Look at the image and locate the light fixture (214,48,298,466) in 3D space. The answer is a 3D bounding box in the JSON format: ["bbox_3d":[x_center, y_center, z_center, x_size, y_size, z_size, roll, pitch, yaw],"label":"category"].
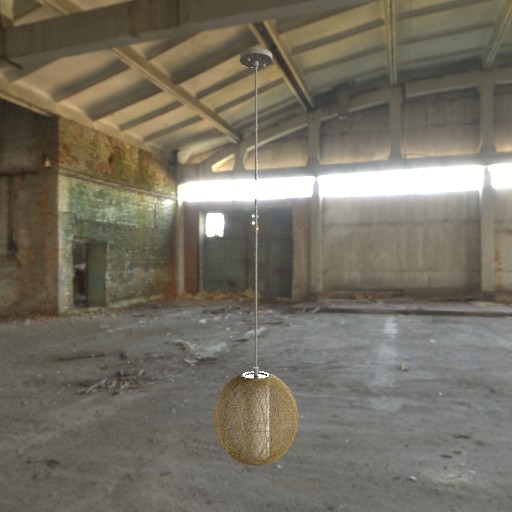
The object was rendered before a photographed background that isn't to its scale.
[{"bbox_3d":[0.000,0.000,2.150,0.406,1.955,0.407,0,-1,18],"label":"light fixture"}]
